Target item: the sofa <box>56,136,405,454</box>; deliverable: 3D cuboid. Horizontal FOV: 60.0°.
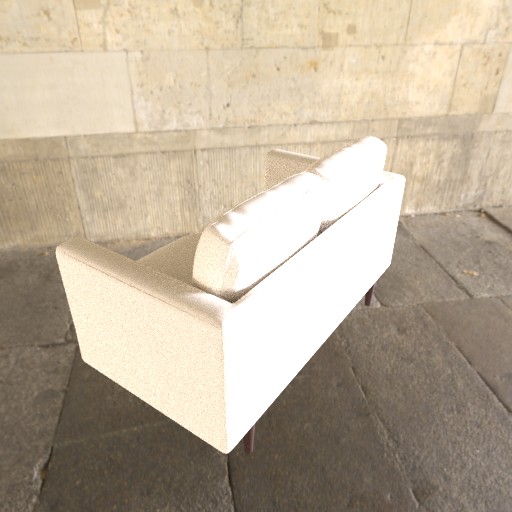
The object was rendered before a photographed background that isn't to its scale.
[{"bbox_3d":[0.000,0.000,1.978,0.796,0.908,1.430,20,36,30],"label":"sofa"}]
